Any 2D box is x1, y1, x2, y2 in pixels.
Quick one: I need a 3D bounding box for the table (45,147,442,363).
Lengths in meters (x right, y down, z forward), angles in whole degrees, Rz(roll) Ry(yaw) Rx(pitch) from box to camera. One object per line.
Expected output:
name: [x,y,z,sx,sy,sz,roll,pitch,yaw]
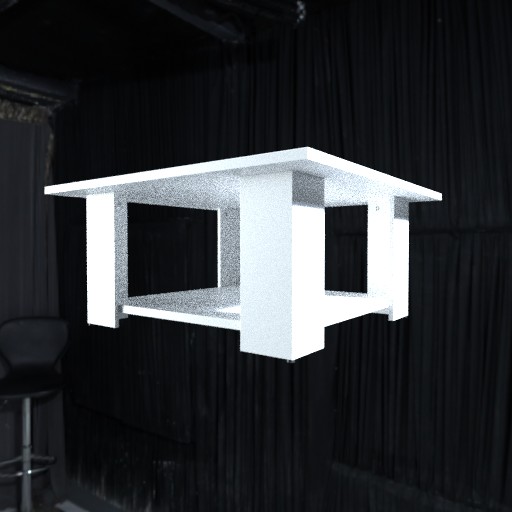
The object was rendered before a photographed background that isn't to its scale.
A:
table: [0.000,0.000,1.056,0.670,0.305,0.670,1,2,37]
